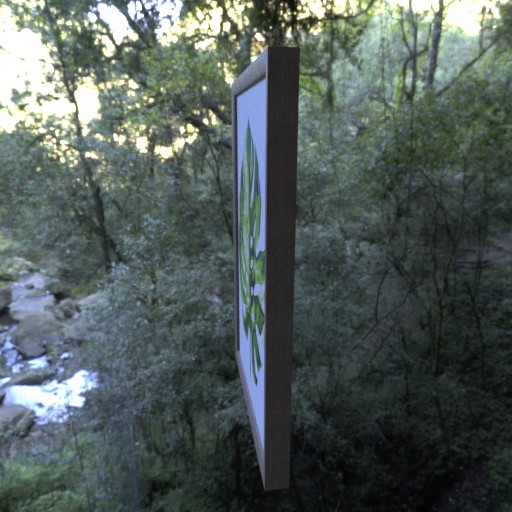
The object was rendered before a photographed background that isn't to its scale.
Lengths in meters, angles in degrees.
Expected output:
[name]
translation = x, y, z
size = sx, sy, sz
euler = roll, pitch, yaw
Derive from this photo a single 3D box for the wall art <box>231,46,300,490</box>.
[wall art]
translation = 0.000, 0.000, 0.655
size = 0.031, 0.509, 0.356
euler = -2, 16, -8
